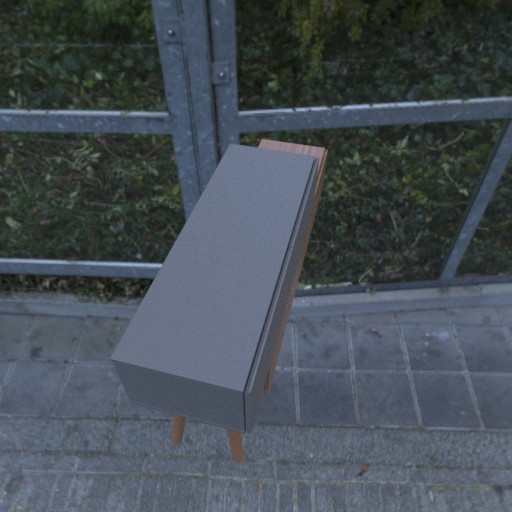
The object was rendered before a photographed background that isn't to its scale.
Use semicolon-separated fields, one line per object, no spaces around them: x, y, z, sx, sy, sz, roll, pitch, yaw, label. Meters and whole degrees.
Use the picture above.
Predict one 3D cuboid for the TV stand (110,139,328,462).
0.000;0.000;1.631;0.329;0.591;1.336;11;47;10;TV stand
